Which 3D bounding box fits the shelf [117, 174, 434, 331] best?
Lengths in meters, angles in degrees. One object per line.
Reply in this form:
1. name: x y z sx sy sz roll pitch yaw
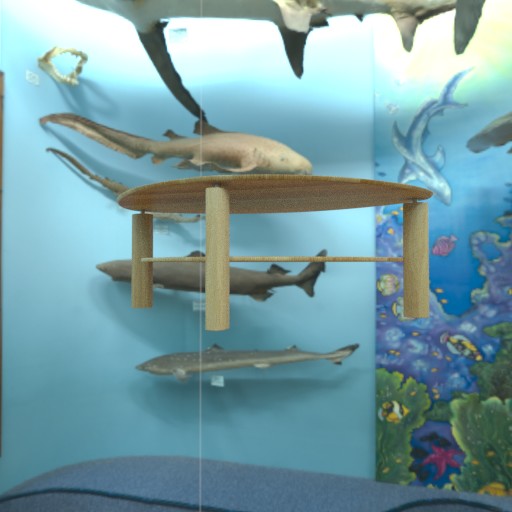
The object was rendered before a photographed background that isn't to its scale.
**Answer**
1. shelf: 0.000 0.000 1.647 1.246 0.440 0.845 0 -1 18
